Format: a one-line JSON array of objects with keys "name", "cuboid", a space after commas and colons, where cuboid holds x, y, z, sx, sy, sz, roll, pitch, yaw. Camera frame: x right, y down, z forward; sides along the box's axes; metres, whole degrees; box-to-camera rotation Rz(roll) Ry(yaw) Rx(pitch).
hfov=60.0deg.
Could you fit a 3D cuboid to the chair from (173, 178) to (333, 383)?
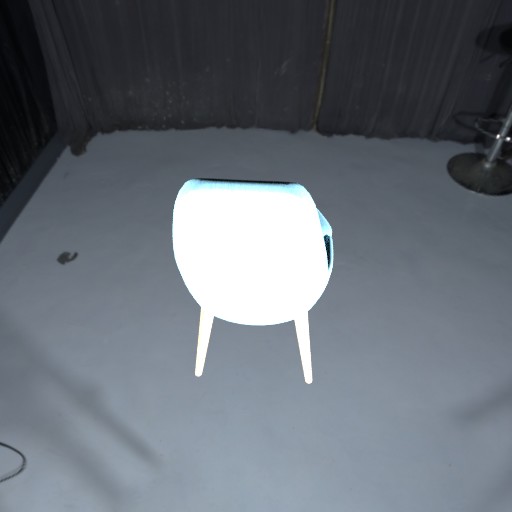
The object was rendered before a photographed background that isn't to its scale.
[{"name": "chair", "cuboid": [0.000, 0.000, 1.391, 0.510, 1.040, 0.660, 3, 47, 3]}]
